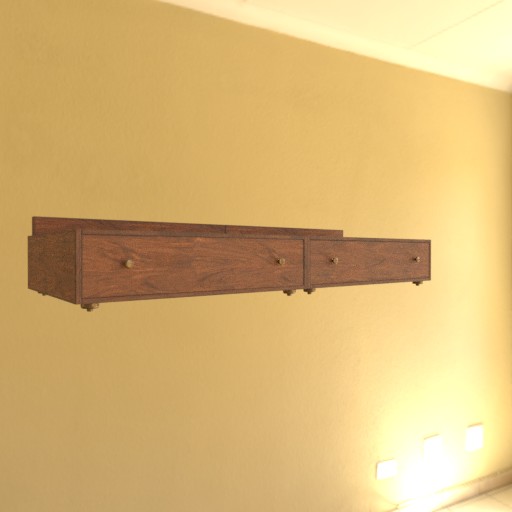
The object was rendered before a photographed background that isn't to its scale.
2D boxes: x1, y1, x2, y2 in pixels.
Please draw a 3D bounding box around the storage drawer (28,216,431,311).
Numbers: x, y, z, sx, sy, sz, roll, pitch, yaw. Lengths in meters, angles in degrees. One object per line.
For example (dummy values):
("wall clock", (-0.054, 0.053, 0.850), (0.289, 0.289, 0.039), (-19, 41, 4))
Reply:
("storage drawer", (0.000, 0.000, 2.204), (1.914, 0.339, 0.774), (0, 1, -37))
